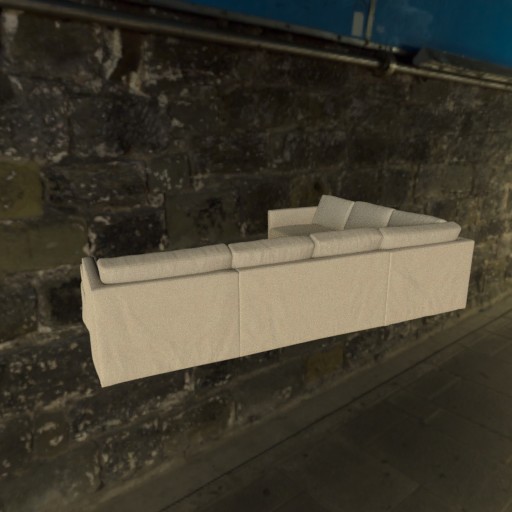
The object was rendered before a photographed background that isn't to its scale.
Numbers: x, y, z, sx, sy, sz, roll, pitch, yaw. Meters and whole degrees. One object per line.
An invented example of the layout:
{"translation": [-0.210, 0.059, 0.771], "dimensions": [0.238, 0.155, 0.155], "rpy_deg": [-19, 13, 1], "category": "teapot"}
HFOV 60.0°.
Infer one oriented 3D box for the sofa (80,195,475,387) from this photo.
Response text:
{"translation": [0.000, 0.000, 4.615], "dimensions": [3.460, 0.882, 2.427], "rpy_deg": [-7, 17, -24], "category": "sofa"}
